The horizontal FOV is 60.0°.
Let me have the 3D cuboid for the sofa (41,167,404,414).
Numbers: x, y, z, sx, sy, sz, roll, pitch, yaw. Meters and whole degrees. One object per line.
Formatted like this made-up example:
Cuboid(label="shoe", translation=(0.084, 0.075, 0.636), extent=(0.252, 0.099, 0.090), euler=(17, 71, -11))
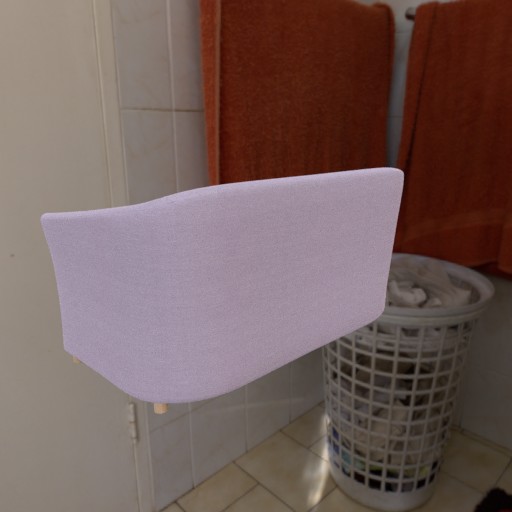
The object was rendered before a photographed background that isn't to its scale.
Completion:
Cuboid(label="sofa", translation=(0.000, 0.000, 1.854), extent=(1.452, 0.721, 0.705), euler=(-14, 21, -40))
